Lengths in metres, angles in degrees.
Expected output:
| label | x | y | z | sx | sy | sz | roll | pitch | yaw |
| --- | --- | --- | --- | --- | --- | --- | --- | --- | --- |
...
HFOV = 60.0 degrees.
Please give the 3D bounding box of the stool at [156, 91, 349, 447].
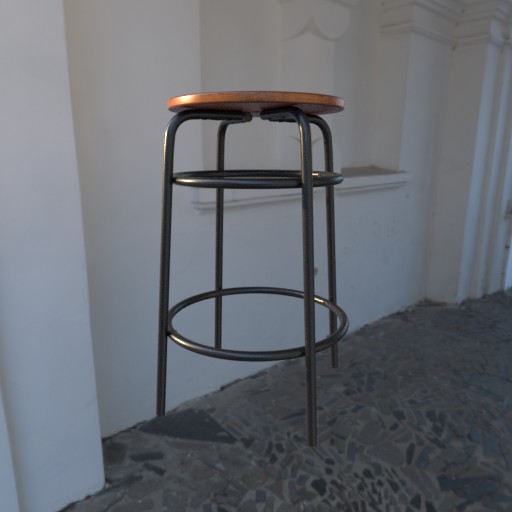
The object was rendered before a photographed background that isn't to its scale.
| label | x | y | z | sx | sy | sz | roll | pitch | yaw |
| --- | --- | --- | --- | --- | --- | --- | --- | --- | --- |
| stool | 0.000 | 0.000 | 0.924 | 0.455 | 0.610 | 0.455 | -7 | 15 | -27 |
